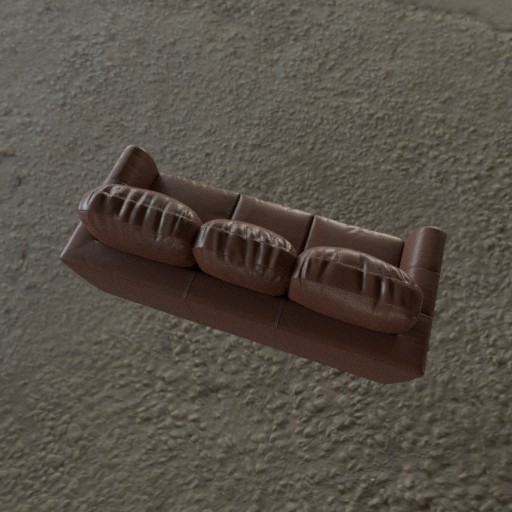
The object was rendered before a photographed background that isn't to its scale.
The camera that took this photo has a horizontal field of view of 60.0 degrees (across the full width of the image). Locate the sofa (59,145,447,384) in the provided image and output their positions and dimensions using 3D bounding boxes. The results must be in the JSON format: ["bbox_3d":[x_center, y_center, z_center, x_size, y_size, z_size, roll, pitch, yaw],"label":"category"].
[{"bbox_3d":[0.000,0.000,2.394,1.862,0.915,0.802,17,64,9],"label":"sofa"}]
